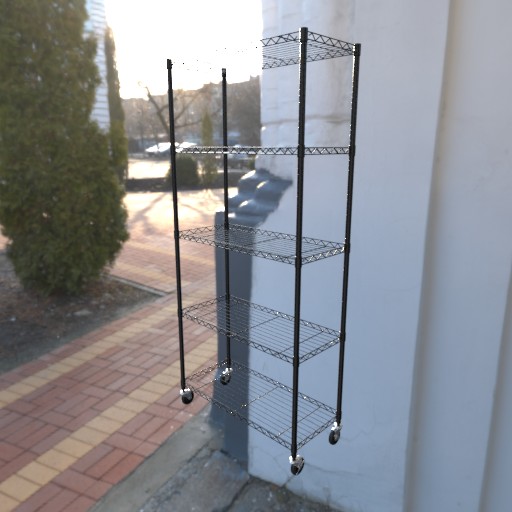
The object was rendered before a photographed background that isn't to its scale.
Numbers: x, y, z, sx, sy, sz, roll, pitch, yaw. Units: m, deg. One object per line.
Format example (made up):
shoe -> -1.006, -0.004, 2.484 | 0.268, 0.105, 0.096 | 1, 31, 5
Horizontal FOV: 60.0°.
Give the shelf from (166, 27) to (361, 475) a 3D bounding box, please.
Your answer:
shelf -> 0.000, 0.000, 1.932 | 0.762, 1.645, 0.356 | 13, 19, 43
